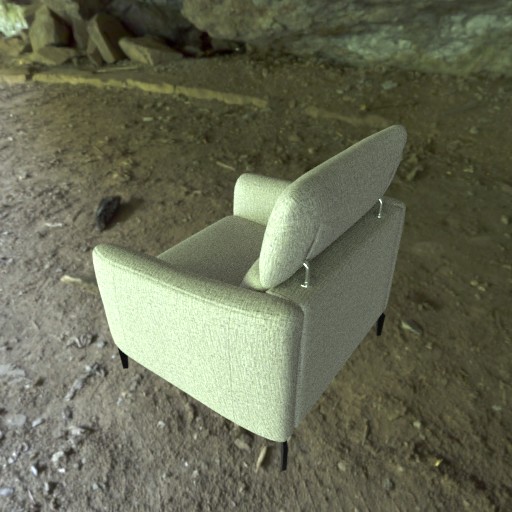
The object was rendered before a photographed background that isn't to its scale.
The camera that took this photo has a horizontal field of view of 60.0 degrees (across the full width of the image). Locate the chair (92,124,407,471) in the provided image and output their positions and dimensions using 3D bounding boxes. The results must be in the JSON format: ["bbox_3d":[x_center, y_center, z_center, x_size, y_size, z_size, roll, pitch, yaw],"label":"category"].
[{"bbox_3d":[0.000,0.000,1.703,0.835,0.967,0.972,20,37,30],"label":"chair"}]
